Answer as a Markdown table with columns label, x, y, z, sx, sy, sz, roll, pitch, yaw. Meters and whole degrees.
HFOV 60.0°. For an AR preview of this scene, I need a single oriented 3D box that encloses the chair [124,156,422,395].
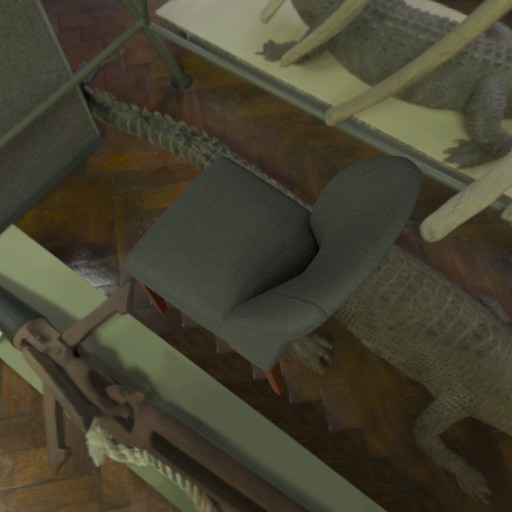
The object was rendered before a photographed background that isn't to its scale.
| label | x | y | z | sx | sy | sz | roll | pitch | yaw |
| --- | --- | --- | --- | --- | --- | --- | --- | --- | --- |
| chair | 0.000 | 0.000 | 1.263 | 0.619 | 0.879 | 0.506 | 32 | 68 | 15 |
